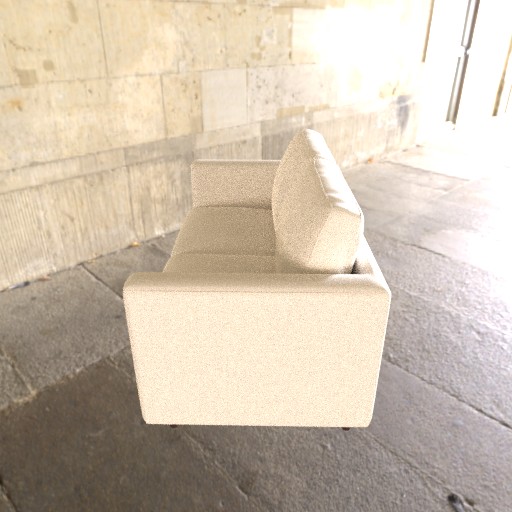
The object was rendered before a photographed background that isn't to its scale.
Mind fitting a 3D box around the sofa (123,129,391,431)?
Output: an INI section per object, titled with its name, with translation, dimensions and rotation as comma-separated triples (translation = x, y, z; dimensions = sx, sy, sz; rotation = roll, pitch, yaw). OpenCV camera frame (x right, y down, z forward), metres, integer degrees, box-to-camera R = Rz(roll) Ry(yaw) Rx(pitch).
[sofa]
translation = 0.000, 0.000, 1.981
dimensions = 0.796, 0.908, 1.430
rotation = 1, 27, 1
